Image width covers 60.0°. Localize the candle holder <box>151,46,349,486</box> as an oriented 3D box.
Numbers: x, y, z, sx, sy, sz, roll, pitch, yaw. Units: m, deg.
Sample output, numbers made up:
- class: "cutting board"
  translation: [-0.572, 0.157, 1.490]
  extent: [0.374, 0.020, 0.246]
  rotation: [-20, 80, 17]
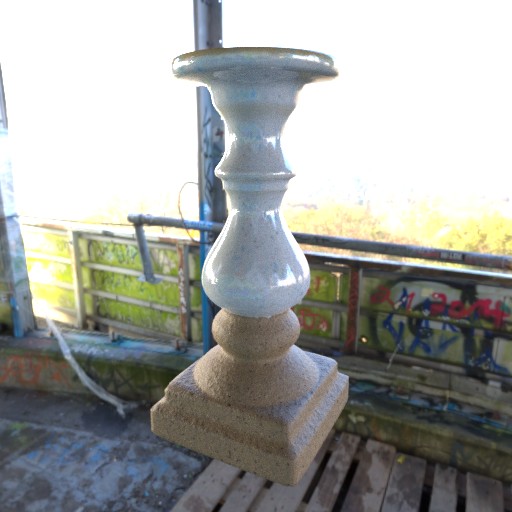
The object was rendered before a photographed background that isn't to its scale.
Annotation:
- class: "candle holder"
  translation: [0.000, 0.000, 0.295]
  extent: [0.110, 0.239, 0.110]
  rotation: [8, 17, 27]
